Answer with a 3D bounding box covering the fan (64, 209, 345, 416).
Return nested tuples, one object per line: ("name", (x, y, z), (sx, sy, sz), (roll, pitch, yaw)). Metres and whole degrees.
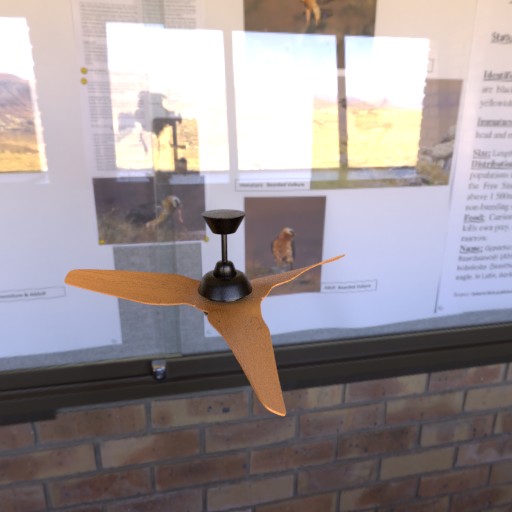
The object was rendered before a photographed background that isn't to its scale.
("fan", (0.000, 0.000, 1.590), (1.010, 0.355, 1.142), (-16, 23, -42))
